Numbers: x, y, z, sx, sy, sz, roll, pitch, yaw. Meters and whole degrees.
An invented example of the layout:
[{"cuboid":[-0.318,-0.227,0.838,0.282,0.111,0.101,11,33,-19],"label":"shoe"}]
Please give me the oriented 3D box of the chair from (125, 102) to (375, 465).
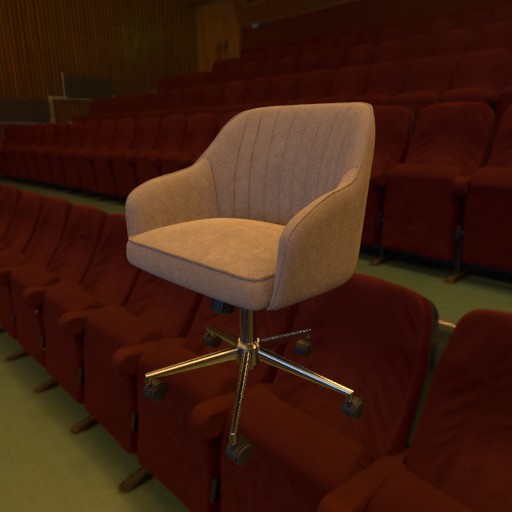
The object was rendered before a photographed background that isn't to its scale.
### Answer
[{"cuboid":[0.000,0.000,1.249,0.635,0.831,0.573,15,22,43],"label":"chair"}]
